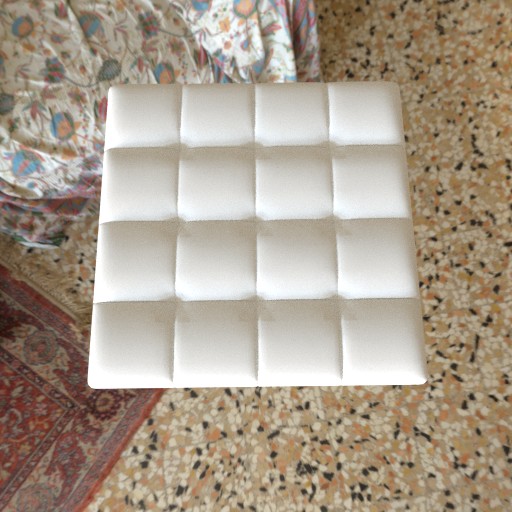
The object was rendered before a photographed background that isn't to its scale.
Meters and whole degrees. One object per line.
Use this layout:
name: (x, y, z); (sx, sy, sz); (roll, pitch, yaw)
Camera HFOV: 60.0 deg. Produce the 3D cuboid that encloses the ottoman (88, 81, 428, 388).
ottoman: (0.000, 0.000, 0.787); (0.425, 0.432, 0.425); (-1, 77, 0)
